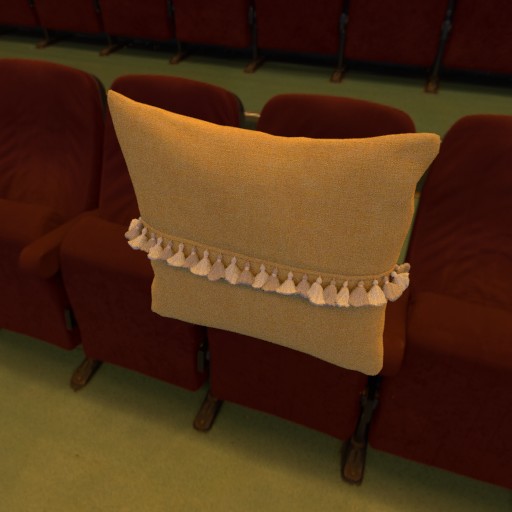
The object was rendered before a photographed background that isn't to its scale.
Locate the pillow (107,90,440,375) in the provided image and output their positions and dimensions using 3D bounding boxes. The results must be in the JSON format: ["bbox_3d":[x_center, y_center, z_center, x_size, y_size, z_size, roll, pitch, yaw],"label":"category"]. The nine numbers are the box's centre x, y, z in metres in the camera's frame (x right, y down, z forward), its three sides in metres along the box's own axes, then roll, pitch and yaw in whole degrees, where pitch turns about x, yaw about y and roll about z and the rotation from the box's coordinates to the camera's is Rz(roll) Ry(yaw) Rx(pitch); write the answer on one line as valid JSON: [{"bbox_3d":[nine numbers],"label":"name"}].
[{"bbox_3d":[0.000,0.000,0.732,0.485,0.481,0.167,13,42,14],"label":"pillow"}]
